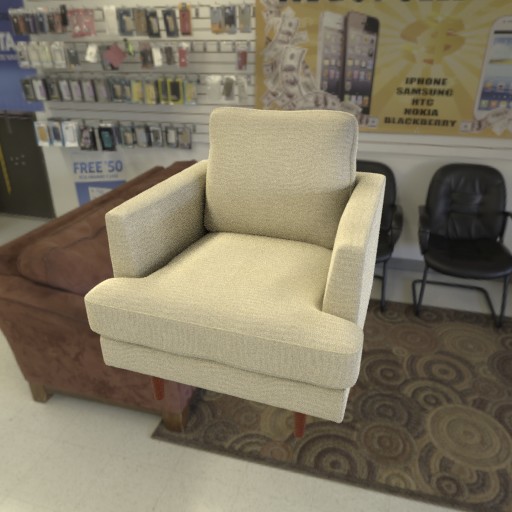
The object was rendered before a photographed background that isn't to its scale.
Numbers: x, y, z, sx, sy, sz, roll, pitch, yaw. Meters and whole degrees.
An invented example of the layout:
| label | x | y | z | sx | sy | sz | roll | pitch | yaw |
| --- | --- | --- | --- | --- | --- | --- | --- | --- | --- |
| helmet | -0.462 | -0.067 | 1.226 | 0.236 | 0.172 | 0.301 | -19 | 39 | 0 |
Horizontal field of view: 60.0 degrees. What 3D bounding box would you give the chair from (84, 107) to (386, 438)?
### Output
| label | x | y | z | sx | sy | sz | roll | pitch | yaw |
| --- | --- | --- | --- | --- | --- | --- | --- | --- | --- |
| chair | 0.000 | 0.000 | 1.619 | 0.858 | 0.957 | 0.899 | 8 | 27 | 17 |
